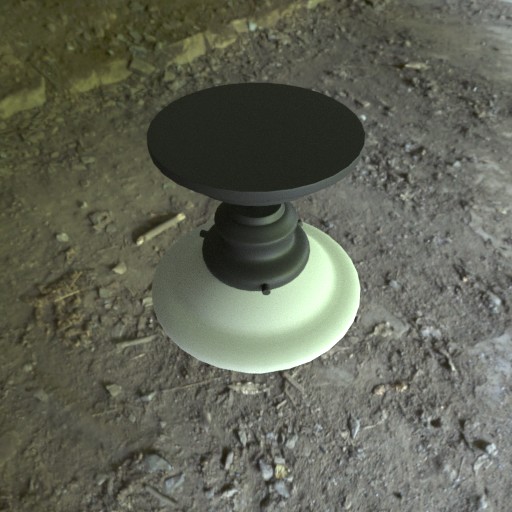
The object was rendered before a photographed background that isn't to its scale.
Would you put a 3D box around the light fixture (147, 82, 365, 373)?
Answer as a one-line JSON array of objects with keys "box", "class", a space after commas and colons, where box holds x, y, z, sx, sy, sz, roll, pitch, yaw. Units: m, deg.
[{"box": [0.000, 0.000, 0.401, 0.197, 0.254, 0.197, 0, 45, 0], "class": "light fixture"}]
